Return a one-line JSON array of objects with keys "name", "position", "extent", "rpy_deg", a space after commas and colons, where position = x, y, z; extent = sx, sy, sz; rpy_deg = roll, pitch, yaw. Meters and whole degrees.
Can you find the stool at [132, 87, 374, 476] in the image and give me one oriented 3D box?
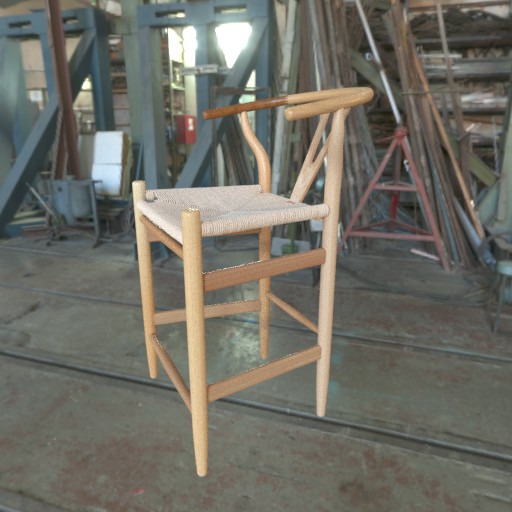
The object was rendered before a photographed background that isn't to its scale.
[{"name": "stool", "position": [0.000, 0.000, 1.282], "extent": [0.575, 0.923, 0.536], "rpy_deg": [-8, 19, -25]}]
